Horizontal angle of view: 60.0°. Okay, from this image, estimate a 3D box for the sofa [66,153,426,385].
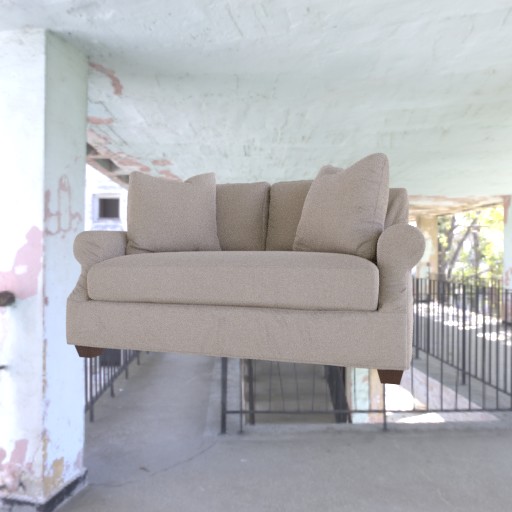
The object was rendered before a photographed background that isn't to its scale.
[{"bbox_3d":[0.000,0.000,2.194,1.550,0.905,1.070,0,0,18],"label":"sofa"}]
